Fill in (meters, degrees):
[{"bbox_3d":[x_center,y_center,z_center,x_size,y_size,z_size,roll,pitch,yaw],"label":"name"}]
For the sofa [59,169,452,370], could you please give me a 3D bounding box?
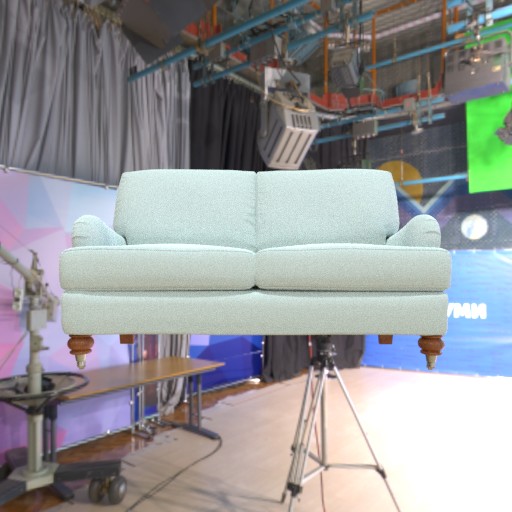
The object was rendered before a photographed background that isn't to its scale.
[{"bbox_3d":[0.000,0.000,2.523,1.853,1.101,1.084,0,-1,1],"label":"sofa"}]
